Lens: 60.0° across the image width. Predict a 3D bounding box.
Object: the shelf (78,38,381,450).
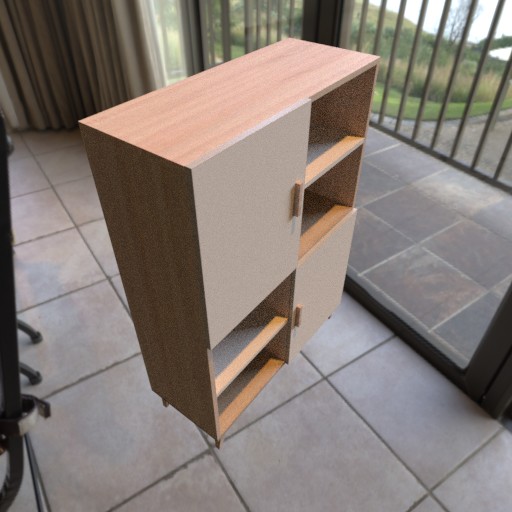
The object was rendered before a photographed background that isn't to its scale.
[{"bbox_3d":[0.000,0.000,1.835,0.434,1.405,0.995,27,47,27],"label":"shelf"}]
